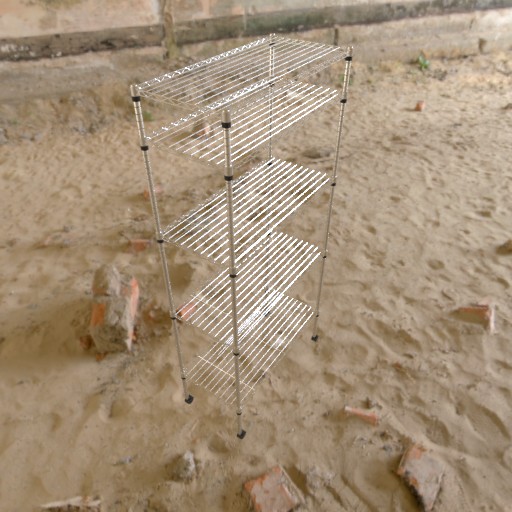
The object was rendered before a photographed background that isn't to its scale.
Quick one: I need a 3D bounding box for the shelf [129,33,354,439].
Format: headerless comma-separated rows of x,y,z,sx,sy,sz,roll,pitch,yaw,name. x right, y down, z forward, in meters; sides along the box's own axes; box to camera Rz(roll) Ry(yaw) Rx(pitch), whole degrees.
0.000,0.000,1.913,0.356,1.587,0.762,24,45,26,shelf
